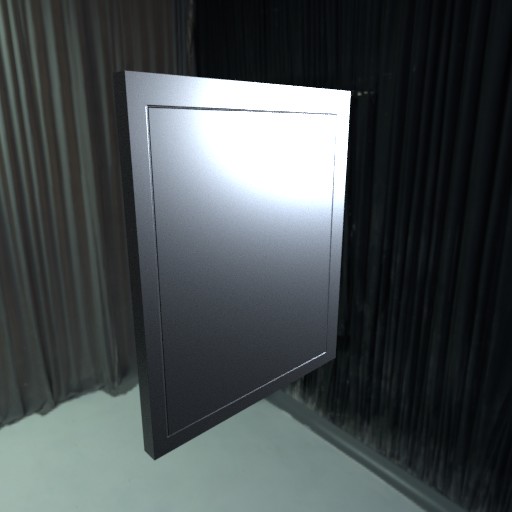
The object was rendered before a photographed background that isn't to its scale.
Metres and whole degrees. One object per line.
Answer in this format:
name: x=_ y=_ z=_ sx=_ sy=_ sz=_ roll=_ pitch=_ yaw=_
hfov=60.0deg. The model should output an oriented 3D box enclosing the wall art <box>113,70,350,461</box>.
wall art: x=0.000 y=0.000 z=0.769 sx=0.461 sy=0.558 sz=0.031 roll=-15 pitch=22 yaw=-42
